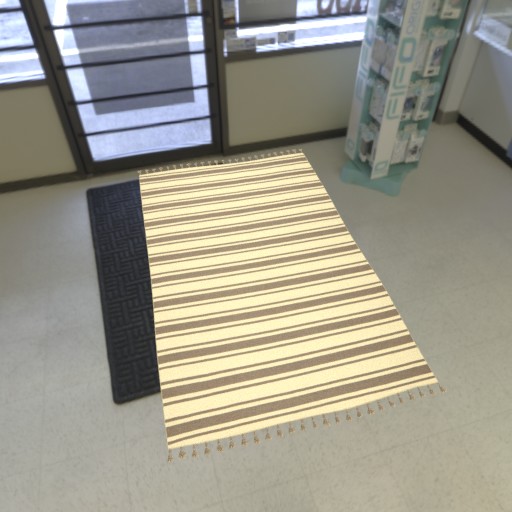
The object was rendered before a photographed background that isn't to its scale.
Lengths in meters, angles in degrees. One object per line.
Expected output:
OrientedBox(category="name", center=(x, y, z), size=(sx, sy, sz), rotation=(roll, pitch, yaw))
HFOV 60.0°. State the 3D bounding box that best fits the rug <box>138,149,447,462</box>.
OrientedBox(category="rug", center=(0.000, 0.000, 2.556), size=(1.229, 0.011, 2.096), rotation=(-10, 46, -10))
